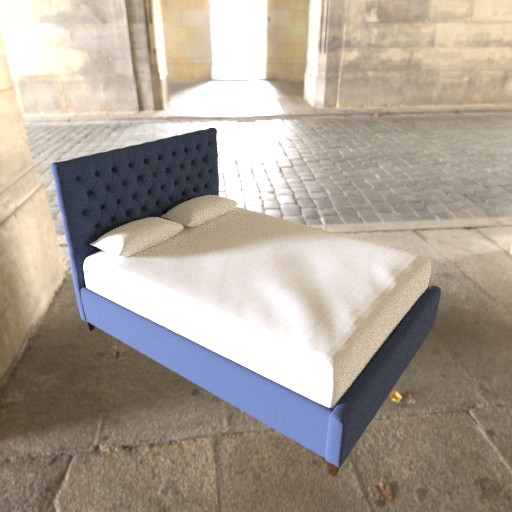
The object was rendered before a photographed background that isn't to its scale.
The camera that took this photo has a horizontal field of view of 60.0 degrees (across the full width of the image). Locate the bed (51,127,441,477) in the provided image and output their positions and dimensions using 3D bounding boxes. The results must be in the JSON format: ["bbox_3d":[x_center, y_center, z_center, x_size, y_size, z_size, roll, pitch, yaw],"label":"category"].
[{"bbox_3d":[0.000,0.000,3.373,2.387,1.427,1.706,18,32,32],"label":"bed"}]
